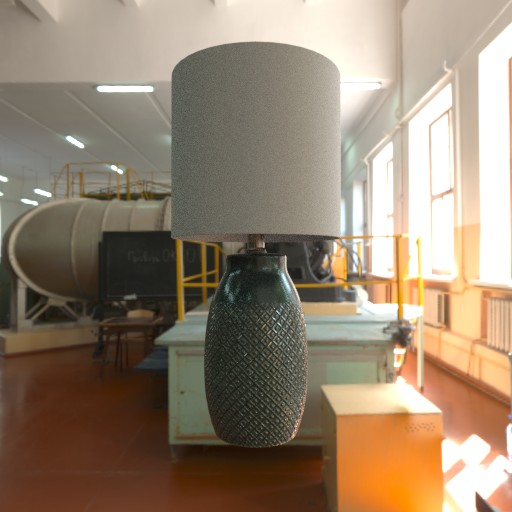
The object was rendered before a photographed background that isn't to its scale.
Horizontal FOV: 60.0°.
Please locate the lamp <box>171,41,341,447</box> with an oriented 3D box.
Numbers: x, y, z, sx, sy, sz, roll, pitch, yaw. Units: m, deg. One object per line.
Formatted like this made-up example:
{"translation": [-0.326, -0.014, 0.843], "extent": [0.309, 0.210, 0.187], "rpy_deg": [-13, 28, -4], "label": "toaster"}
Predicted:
{"translation": [0.000, 0.000, 0.575], "extent": [0.217, 0.453, 0.217], "rpy_deg": [0, -1, 36], "label": "lamp"}
